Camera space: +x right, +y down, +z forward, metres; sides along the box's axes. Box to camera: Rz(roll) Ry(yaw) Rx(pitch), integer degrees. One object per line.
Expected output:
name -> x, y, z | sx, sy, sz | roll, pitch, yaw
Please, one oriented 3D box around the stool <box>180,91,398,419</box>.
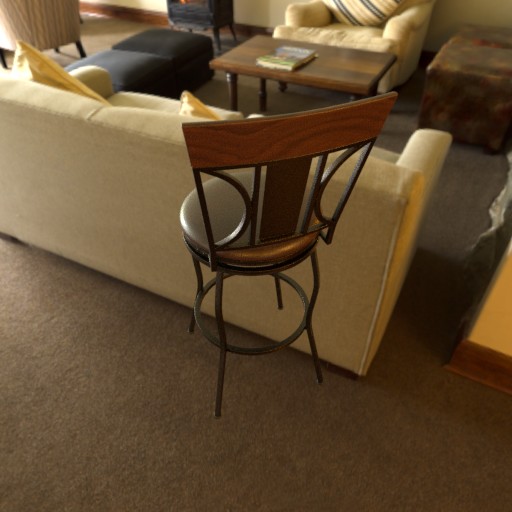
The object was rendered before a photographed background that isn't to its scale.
stool -> 0.000, 0.000, 1.380 | 0.448, 1.130, 0.513 | -13, 43, -15
